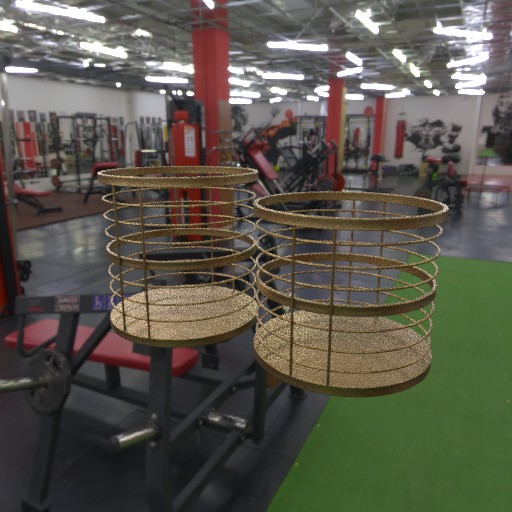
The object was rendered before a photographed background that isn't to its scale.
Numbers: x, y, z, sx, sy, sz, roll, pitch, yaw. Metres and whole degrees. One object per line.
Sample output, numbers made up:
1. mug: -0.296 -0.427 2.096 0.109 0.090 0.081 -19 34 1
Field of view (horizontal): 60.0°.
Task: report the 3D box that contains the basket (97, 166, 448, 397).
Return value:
1. basket: 0.000 0.000 0.961 0.746 0.351 0.356 8 17 27
